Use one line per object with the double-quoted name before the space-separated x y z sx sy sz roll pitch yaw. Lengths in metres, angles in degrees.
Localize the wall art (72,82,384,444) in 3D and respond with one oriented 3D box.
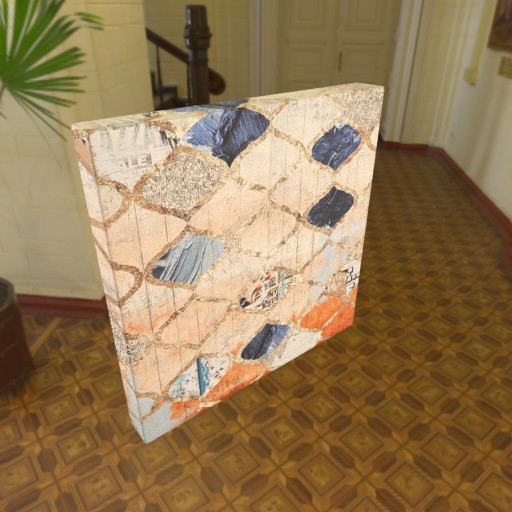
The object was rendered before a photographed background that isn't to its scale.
"wall art" 0.000 0.000 0.452 0.303 0.304 0.036 -21 36 -33
